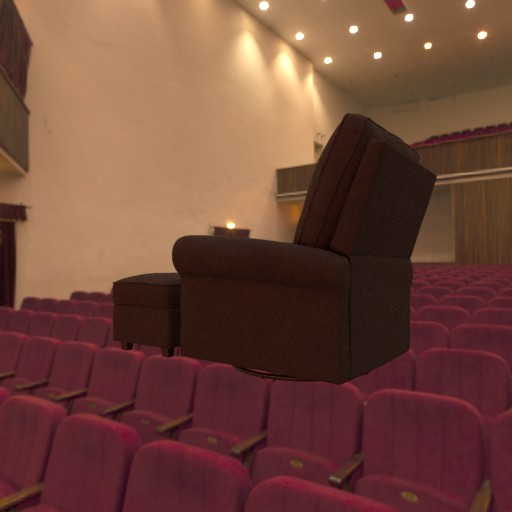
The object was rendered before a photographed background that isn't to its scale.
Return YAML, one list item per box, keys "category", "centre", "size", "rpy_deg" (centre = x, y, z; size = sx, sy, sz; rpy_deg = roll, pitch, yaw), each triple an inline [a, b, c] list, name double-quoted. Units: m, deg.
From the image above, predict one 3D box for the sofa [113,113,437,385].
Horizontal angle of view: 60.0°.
- category: "sofa"
  centre: [0.000, 0.000, 2.093]
  size: [1.478, 0.959, 0.880]
  rpy_deg: [-1, -2, 36]
